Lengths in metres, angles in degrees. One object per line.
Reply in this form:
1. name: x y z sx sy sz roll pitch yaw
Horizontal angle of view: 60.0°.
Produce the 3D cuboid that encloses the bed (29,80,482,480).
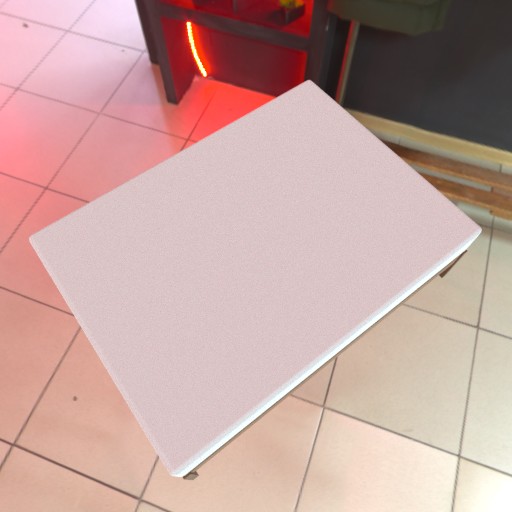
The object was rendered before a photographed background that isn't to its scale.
1. bed: 0.000 0.000 2.709 2.050 0.593 1.529 -34 68 -16
